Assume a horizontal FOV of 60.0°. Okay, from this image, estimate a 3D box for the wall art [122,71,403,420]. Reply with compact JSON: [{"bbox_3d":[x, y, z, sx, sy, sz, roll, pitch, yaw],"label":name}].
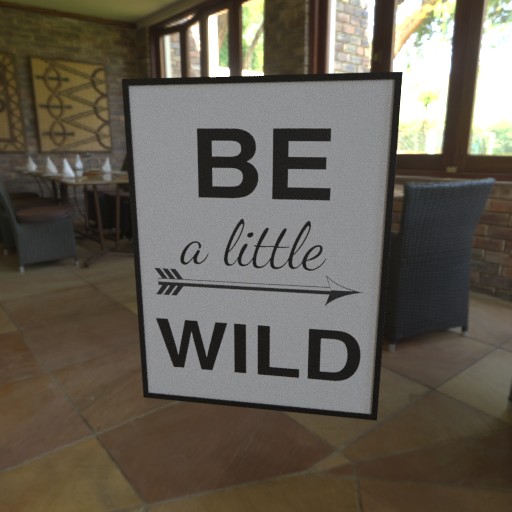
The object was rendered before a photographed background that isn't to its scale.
[{"bbox_3d":[0.000,0.000,1.400,0.806,1.062,0.038,2,14,10],"label":"wall art"}]
